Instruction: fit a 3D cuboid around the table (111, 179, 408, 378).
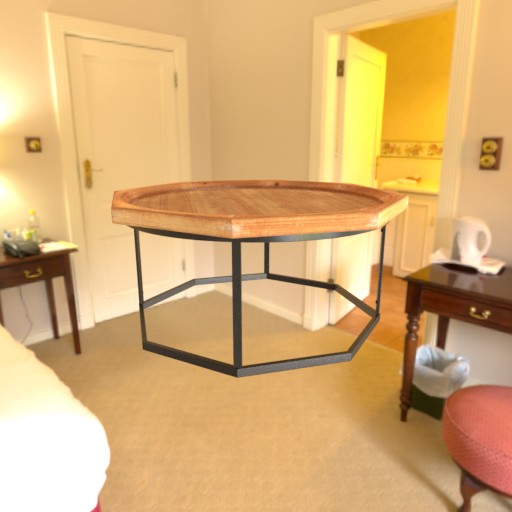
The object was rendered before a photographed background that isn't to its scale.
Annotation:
[{"bbox_3d":[0.000,0.000,1.558,1.002,0.444,1.002,0,15,0],"label":"table"}]
